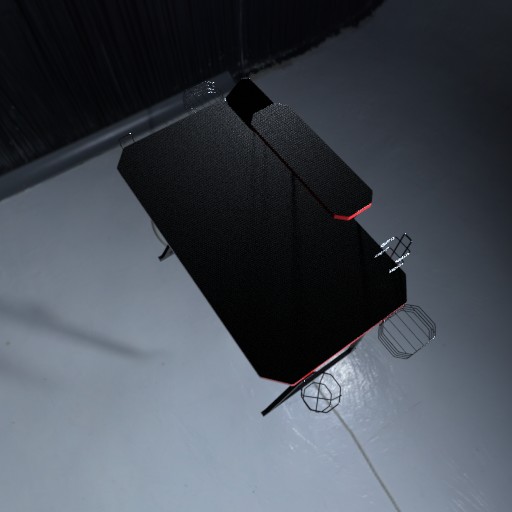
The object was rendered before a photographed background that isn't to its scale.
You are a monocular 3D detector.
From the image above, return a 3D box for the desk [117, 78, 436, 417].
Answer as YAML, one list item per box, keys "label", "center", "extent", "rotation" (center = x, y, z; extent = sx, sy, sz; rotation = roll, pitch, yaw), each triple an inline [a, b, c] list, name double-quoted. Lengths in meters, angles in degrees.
- label: "desk"
  center: [0.000, 0.000, 1.739]
  extent: [0.588, 0.913, 1.280]
  rotation: [-32, 67, -15]
